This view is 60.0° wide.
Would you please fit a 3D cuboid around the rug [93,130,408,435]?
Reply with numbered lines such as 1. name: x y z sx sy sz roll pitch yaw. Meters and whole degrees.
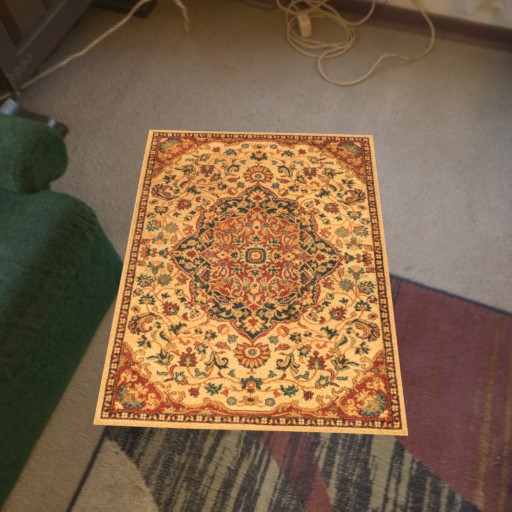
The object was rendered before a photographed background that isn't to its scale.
1. rug: 0.000 0.000 4.160 2.454 0.005 3.067 2 62 1
